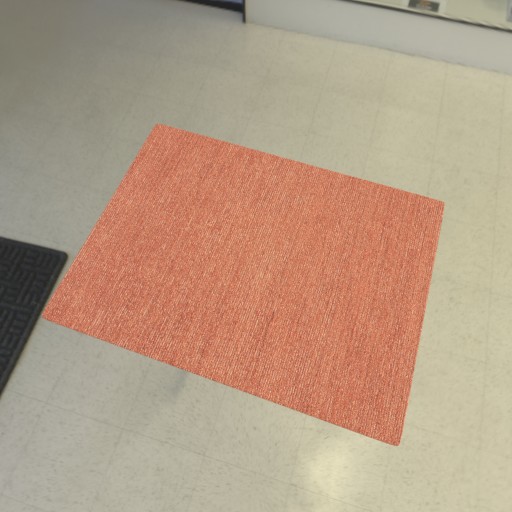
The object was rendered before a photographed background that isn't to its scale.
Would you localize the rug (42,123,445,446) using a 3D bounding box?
[{"bbox_3d":[0.000,0.000,2.764,2.112,0.009,1.594,17,64,9],"label":"rug"}]
